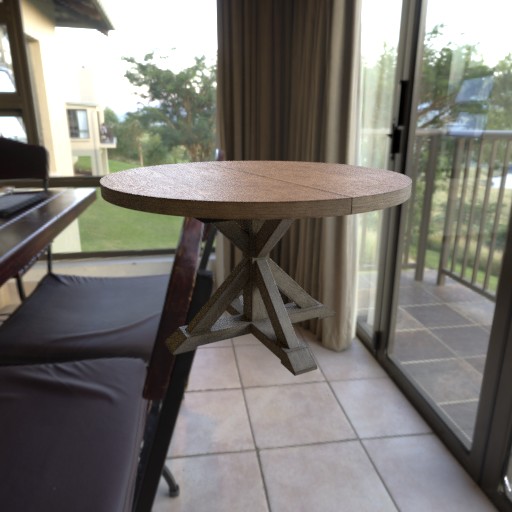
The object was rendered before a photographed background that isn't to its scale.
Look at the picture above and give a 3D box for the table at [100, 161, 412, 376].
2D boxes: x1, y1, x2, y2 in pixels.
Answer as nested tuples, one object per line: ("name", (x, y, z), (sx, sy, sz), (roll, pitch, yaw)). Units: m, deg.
("table", (0.000, 0.000, 2.151), (1.363, 0.781, 1.363), (0, 17, 0))
